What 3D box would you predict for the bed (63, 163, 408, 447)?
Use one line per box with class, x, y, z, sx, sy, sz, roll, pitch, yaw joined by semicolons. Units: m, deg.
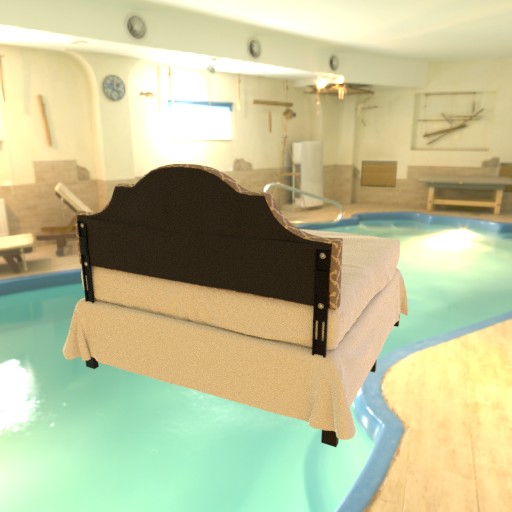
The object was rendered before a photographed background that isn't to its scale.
bed;0.000;0.000;3.686;2.314;1.601;2.222;8;17;27
